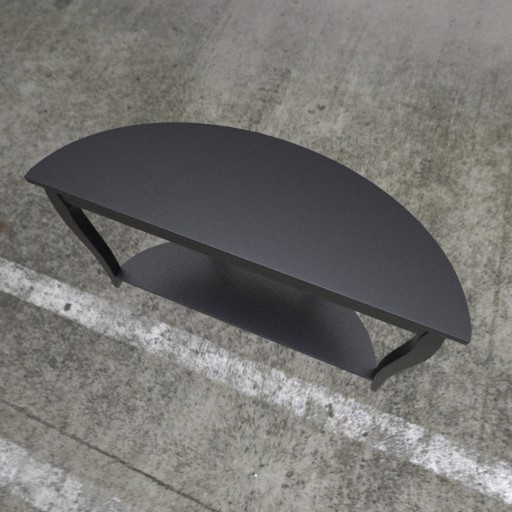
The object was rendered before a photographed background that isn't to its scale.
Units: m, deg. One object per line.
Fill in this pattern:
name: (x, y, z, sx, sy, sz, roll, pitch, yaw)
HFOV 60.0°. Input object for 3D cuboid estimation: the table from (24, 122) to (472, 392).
table: (0.000, 0.000, 1.544, 1.219, 0.780, 0.394, 20, 65, 10)
